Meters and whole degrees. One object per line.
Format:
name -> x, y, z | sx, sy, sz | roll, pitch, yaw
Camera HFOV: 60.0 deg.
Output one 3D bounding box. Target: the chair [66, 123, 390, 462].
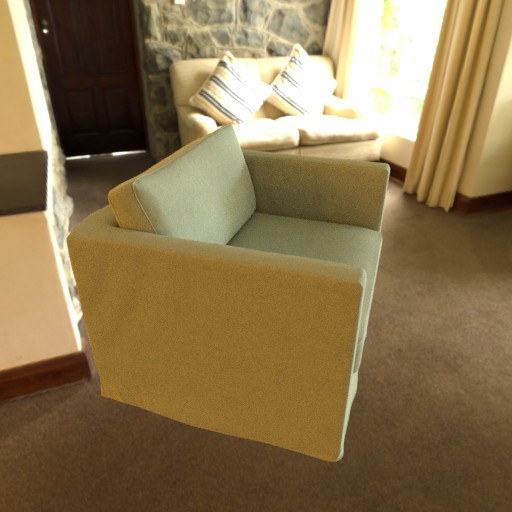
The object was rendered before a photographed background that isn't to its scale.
chair -> 0.000, 0.000, 1.793 | 0.949, 0.863, 1.057 | 9, 31, 16
